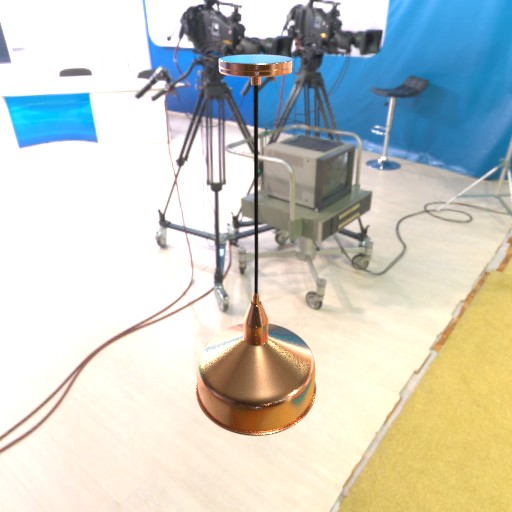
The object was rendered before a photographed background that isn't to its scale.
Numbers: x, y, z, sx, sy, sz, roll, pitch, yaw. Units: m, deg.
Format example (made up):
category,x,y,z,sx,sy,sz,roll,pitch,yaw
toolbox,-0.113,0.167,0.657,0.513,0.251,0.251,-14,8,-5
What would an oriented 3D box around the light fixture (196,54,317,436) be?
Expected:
category,x,y,z,sx,sy,sz,roll,pitch,yaw
light fixture,0.000,0.000,0.922,0.301,0.754,0.301,0,30,0
